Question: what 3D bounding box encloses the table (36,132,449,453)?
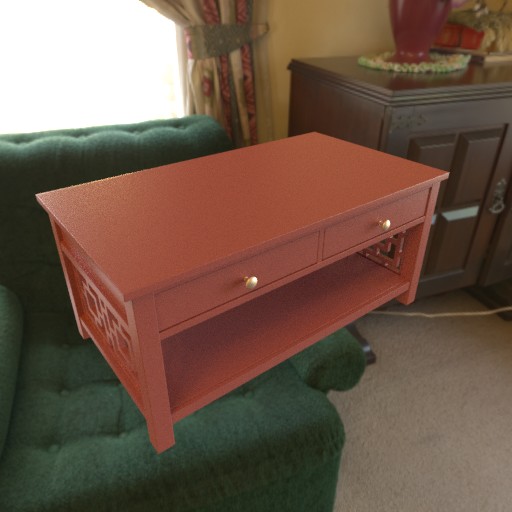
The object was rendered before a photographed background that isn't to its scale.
[{"bbox_3d":[0.000,0.000,1.423,1.068,0.493,0.612,-21,37,-32],"label":"table"}]
